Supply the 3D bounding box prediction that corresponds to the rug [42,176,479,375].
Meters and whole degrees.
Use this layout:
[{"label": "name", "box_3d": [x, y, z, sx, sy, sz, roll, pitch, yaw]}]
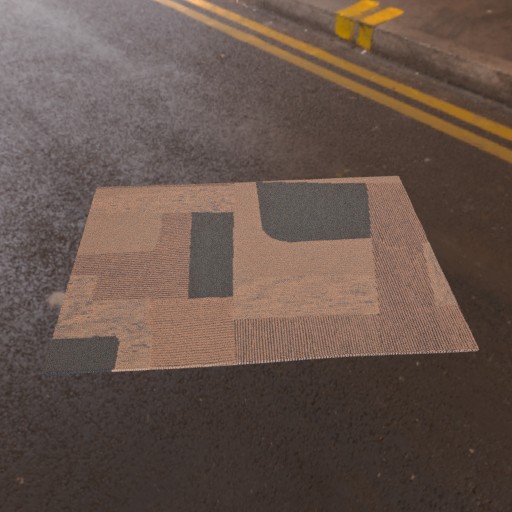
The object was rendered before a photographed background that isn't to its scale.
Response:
[{"label": "rug", "box_3d": [0.000, 0.000, 2.286, 1.847, 0.020, 1.238, -3, 47, -2]}]
